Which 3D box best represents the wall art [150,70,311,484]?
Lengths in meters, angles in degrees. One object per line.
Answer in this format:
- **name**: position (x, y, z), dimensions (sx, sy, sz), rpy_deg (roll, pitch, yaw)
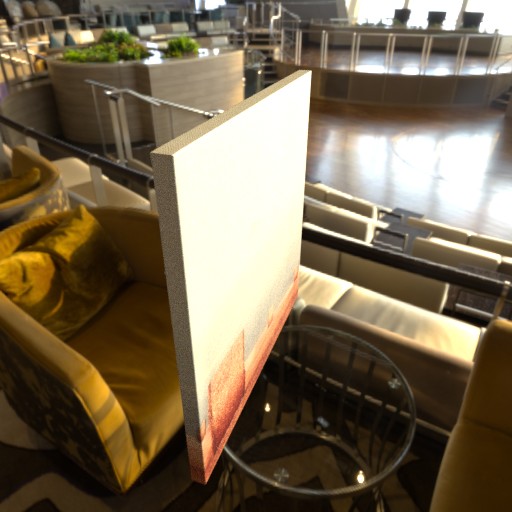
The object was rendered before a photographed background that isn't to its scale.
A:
- **wall art**: position (0.000, 0.000, 0.882), dimensions (0.034, 0.605, 0.605), rpy_deg (11, 33, 17)
